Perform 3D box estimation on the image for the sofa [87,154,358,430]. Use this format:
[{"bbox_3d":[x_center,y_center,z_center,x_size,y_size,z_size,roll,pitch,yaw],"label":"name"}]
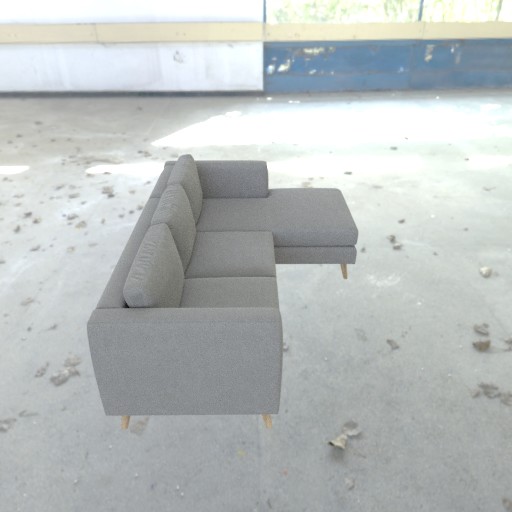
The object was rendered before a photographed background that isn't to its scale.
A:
[{"bbox_3d":[0.000,0.000,3.101,1.580,0.860,2.300,0,31,0],"label":"sofa"}]
